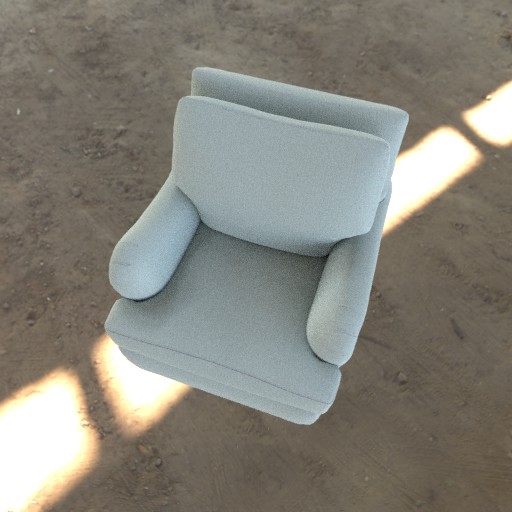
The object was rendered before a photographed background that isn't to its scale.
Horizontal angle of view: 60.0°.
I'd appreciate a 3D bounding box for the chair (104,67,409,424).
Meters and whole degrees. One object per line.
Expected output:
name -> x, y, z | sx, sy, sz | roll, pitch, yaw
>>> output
chair -> 0.000, 0.000, 1.878 | 0.955, 1.038, 1.070 | 16, 59, 10
